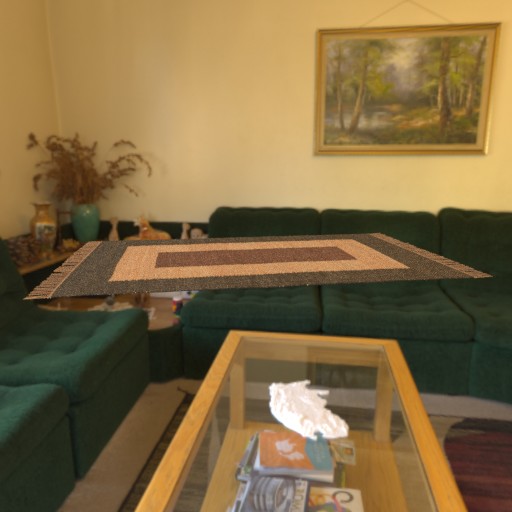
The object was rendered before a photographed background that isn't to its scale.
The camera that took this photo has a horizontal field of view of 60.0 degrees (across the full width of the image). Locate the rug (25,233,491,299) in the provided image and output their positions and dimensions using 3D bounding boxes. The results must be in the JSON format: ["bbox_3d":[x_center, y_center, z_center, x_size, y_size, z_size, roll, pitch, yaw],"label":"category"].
[{"bbox_3d":[0.000,0.000,1.857,1.541,0.013,0.920,-2,13,-9],"label":"rug"}]
